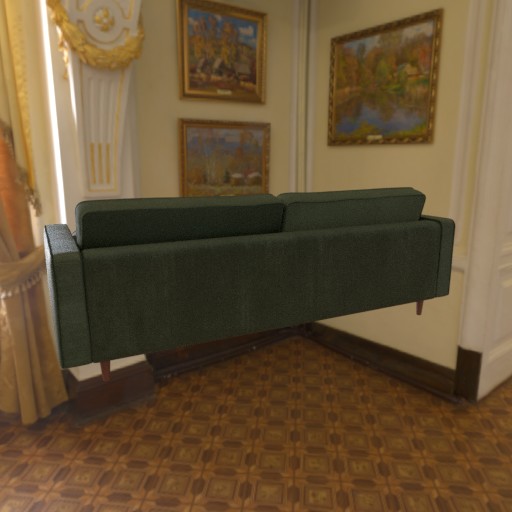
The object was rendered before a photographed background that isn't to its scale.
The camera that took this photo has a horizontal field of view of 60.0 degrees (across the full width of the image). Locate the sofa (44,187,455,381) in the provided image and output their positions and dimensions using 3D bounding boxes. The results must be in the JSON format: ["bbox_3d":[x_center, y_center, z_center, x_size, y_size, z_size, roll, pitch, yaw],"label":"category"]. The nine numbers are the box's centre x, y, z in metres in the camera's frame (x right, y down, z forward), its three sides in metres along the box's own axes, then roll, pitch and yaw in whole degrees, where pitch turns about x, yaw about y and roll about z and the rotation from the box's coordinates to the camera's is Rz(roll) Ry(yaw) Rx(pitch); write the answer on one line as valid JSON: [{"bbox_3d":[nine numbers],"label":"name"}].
[{"bbox_3d":[0.000,0.000,2.576,2.199,0.769,0.918,-6,14,-26],"label":"sofa"}]
